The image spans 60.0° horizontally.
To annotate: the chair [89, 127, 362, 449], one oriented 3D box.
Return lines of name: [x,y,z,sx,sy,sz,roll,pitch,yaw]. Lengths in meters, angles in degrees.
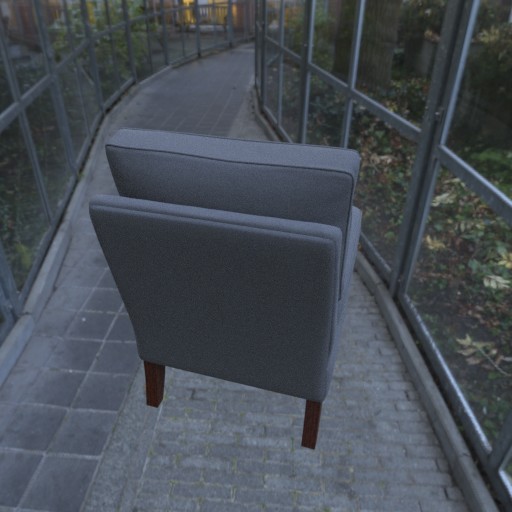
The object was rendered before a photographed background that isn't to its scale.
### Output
chair: [0.000,0.000,1.679,0.724,1.045,0.924,9,33,15]
